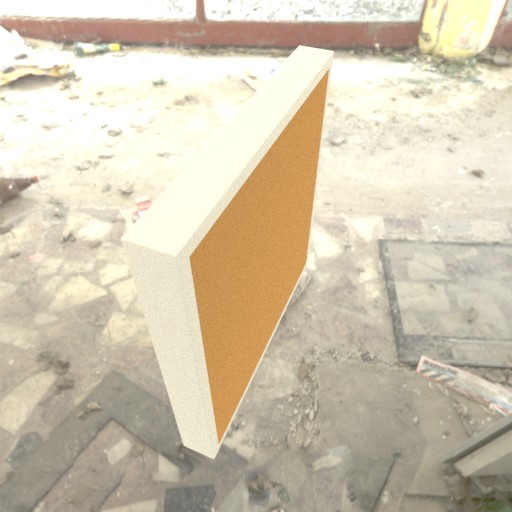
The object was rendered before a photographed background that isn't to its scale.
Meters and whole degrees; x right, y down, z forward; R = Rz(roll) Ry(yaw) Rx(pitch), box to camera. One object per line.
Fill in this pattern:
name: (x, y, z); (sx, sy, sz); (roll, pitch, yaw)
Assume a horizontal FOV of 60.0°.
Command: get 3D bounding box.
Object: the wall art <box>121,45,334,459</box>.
wall art: (0.000, 0.000, 0.454); (0.037, 0.305, 0.305); (17, 48, 16)
